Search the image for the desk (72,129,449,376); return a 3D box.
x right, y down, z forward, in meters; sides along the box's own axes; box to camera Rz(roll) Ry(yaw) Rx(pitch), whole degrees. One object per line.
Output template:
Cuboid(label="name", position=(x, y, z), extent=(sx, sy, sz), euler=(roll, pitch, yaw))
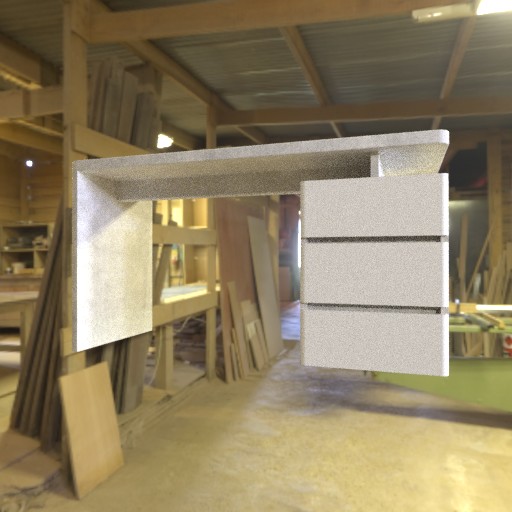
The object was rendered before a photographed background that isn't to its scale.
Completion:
Cuboid(label="desk", position=(0.000, 0.000, 1.797), extent=(1.400, 0.755, 0.550), euler=(0, 0, 19))
